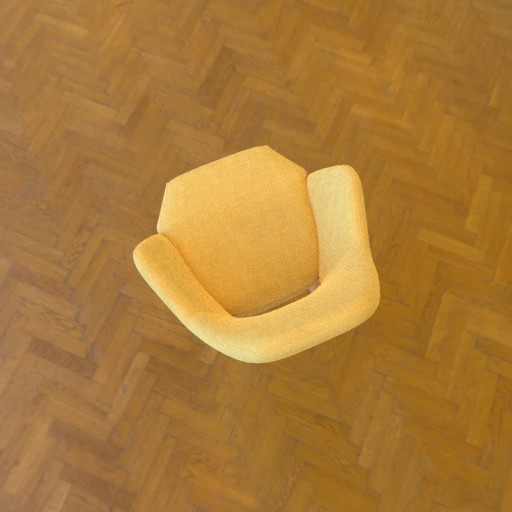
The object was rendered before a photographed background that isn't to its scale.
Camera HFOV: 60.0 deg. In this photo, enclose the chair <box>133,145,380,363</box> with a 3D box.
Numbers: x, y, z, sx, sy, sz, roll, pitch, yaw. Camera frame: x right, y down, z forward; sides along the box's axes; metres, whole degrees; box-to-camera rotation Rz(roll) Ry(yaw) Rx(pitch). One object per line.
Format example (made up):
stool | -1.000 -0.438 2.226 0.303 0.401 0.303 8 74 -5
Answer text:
chair | 0.000 0.000 1.271 0.590 0.840 0.610 -22 75 -6
